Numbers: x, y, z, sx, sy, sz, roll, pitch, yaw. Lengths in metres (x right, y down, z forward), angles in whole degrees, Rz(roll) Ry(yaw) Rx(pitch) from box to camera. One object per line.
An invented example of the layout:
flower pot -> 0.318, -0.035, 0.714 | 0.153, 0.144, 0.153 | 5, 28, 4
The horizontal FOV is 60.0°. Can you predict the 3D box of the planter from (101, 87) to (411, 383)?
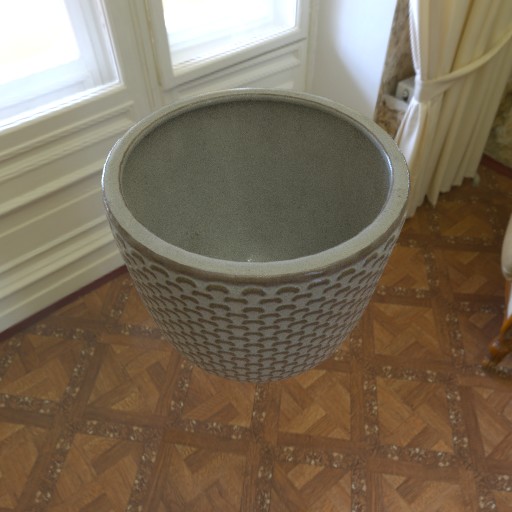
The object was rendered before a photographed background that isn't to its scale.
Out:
planter -> 0.000, 0.000, 0.248 | 0.139, 0.130, 0.139 | 0, 48, 0
